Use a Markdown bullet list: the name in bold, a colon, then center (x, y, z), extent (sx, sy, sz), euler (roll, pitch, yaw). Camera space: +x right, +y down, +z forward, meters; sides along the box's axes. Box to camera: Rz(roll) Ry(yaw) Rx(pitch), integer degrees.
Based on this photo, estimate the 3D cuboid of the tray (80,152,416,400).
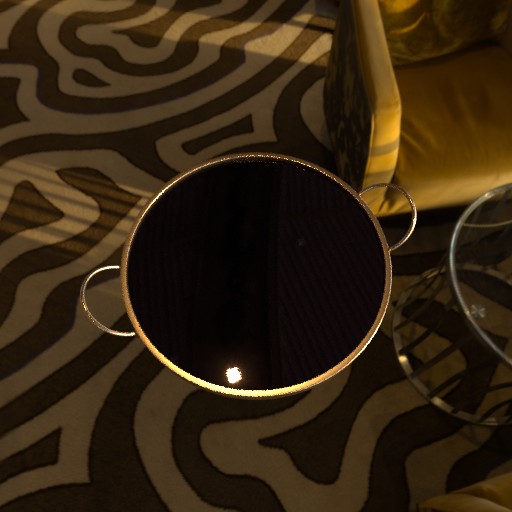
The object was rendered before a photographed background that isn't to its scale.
- **tray**: center (0.000, 0.000, 0.717), extent (0.543, 0.069, 0.438), euler (-17, 64, -9)
